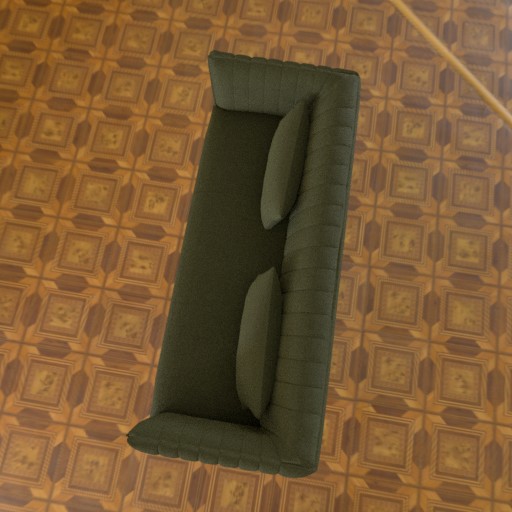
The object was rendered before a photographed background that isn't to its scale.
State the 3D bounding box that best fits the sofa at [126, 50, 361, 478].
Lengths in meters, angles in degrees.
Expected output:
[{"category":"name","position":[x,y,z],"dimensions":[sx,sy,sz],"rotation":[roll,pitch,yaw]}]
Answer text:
[{"category":"sofa","position":[0.000,0.000,2.529],"dimensions":[0.896,0.793,2.137],"rotation":[9,76,2]}]
